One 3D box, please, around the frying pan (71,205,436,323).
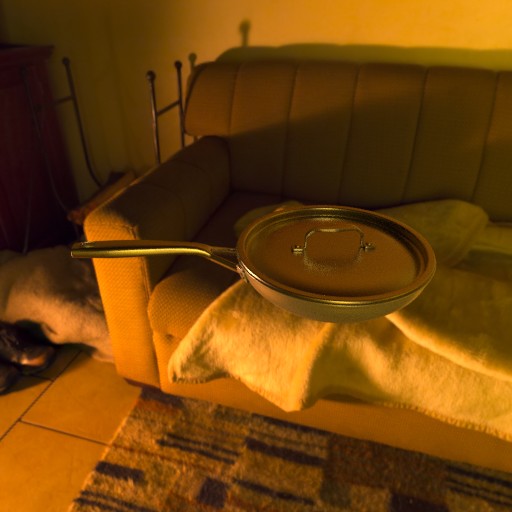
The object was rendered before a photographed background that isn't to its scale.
[{"bbox_3d":[0.000,0.000,0.620,0.490,0.086,0.272,-2,30,-3],"label":"frying pan"}]
